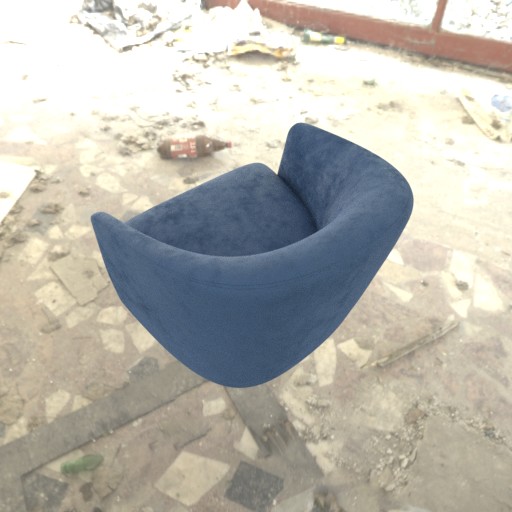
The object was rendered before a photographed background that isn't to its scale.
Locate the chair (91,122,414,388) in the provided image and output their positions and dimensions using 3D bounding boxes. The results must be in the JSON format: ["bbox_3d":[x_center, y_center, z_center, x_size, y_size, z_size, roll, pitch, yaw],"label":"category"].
[{"bbox_3d":[0.000,0.000,1.384,0.773,0.698,0.767,-31,53,-26],"label":"chair"}]
